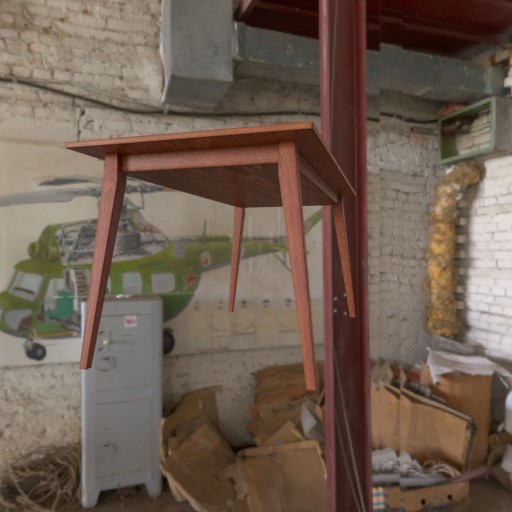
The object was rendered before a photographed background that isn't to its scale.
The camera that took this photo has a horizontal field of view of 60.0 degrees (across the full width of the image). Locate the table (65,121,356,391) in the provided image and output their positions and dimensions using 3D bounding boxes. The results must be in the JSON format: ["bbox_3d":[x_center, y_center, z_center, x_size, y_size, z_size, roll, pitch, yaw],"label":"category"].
[{"bbox_3d":[0.000,0.000,2.093,0.811,0.755,1.609,0,1,17],"label":"table"}]
